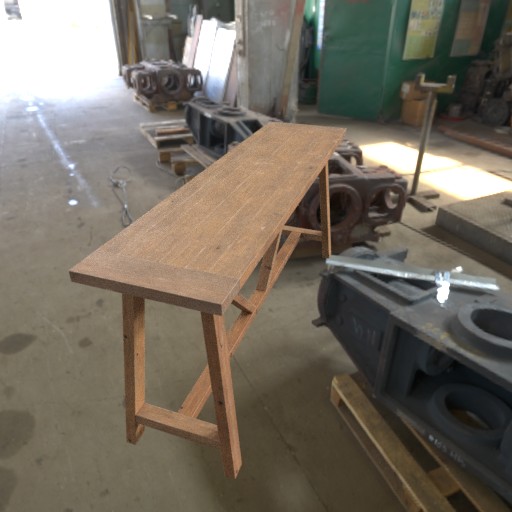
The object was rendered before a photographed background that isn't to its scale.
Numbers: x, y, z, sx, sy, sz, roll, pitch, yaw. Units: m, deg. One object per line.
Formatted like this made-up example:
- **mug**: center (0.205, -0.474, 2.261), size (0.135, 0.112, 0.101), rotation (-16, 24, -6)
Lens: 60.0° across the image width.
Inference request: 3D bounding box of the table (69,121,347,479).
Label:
- **table**: center (0.000, 0.000, 2.103), size (0.465, 0.810, 1.800), rotation (10, 32, 17)
